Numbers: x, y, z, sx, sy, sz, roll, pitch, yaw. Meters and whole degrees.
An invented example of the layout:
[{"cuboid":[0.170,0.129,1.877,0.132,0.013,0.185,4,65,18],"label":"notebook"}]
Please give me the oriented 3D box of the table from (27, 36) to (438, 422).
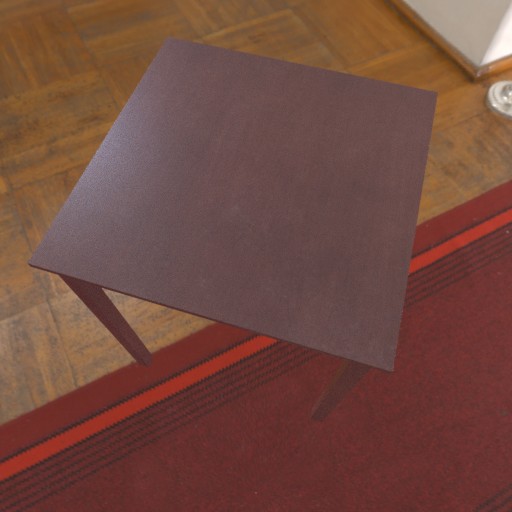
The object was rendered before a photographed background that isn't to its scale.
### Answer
[{"cuboid":[0.000,0.000,1.613,0.861,0.991,0.861,15,63,8],"label":"table"}]
